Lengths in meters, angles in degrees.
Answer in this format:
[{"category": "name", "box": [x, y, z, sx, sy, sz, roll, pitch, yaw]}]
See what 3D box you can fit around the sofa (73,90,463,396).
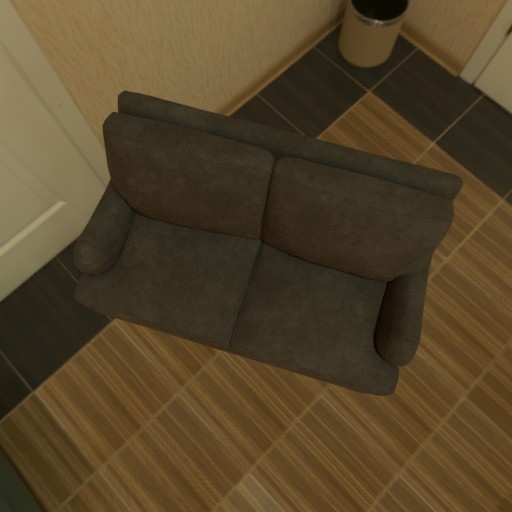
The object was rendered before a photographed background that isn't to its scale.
[{"category": "sofa", "box": [0.000, 0.000, 2.496, 1.853, 1.101, 1.084, 16, 74, 5]}]
